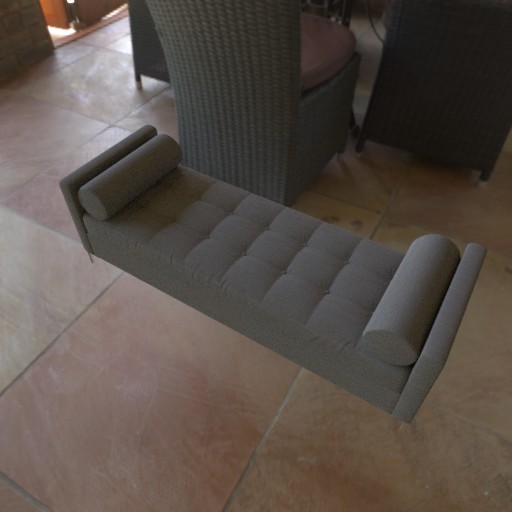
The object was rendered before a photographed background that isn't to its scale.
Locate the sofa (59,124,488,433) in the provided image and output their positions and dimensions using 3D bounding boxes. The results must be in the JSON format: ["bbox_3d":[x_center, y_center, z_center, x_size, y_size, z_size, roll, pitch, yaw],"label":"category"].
[{"bbox_3d":[0.000,0.000,2.316,1.981,0.635,0.686,24,51,22],"label":"sofa"}]
